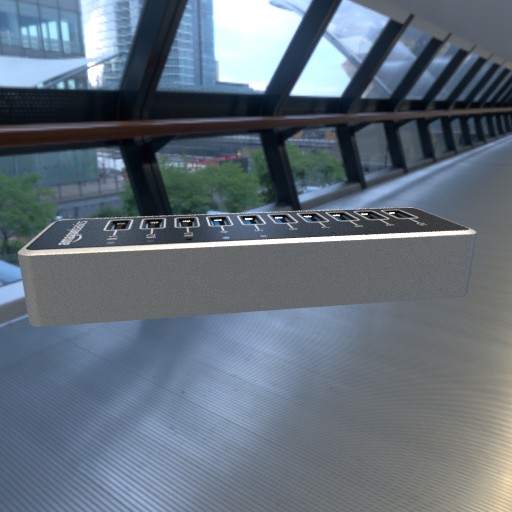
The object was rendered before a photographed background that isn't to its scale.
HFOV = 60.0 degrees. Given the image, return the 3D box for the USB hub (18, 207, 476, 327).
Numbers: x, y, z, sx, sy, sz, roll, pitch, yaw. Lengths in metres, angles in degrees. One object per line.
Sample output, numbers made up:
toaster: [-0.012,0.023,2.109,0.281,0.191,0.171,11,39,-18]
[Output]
USB hub: [0.000,0.000,0.159,0.145,0.023,0.044,-3,18,-9]
